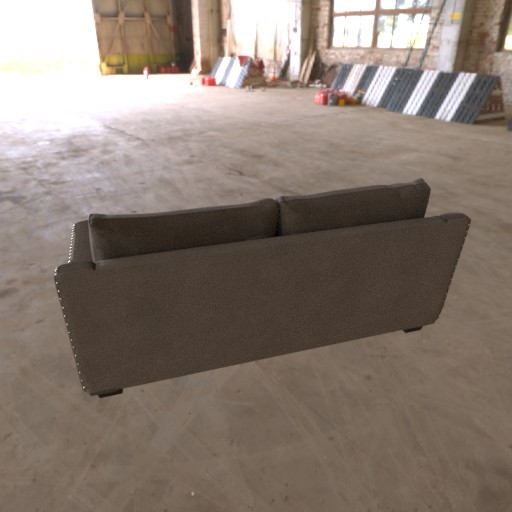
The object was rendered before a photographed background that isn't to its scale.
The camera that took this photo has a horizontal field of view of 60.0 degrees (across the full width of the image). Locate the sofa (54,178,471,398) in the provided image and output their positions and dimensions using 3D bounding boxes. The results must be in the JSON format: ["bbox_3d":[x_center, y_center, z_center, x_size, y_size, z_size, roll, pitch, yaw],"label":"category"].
[{"bbox_3d":[0.000,0.000,3.292,2.550,1.196,1.336,-8,28,-16],"label":"sofa"}]
